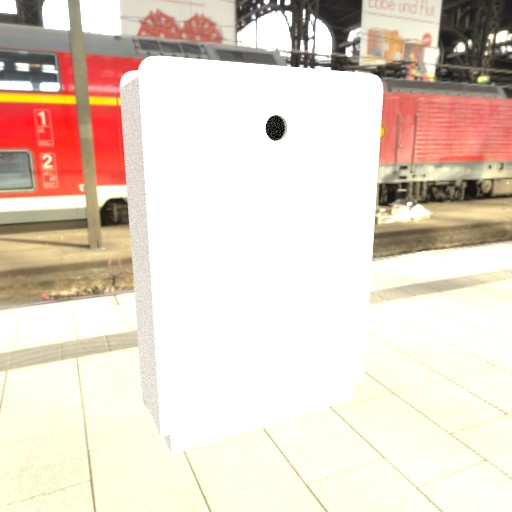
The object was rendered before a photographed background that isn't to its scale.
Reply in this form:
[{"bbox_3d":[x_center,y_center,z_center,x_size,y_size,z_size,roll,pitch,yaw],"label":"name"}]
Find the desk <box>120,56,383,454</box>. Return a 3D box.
[{"bbox_3d":[0.000,0.000,1.539,0.795,1.190,0.278,-7,16,-25],"label":"desk"}]
